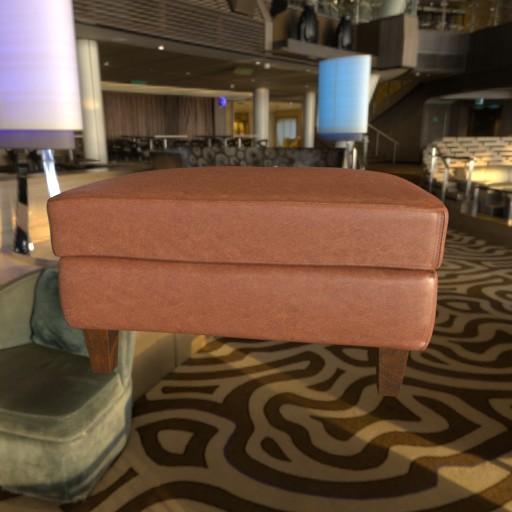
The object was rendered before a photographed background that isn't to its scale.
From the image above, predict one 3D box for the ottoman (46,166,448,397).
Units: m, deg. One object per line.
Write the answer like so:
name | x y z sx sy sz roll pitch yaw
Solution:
ottoman | 0.000 0.000 1.236 0.851 0.485 0.650 2 15 8
